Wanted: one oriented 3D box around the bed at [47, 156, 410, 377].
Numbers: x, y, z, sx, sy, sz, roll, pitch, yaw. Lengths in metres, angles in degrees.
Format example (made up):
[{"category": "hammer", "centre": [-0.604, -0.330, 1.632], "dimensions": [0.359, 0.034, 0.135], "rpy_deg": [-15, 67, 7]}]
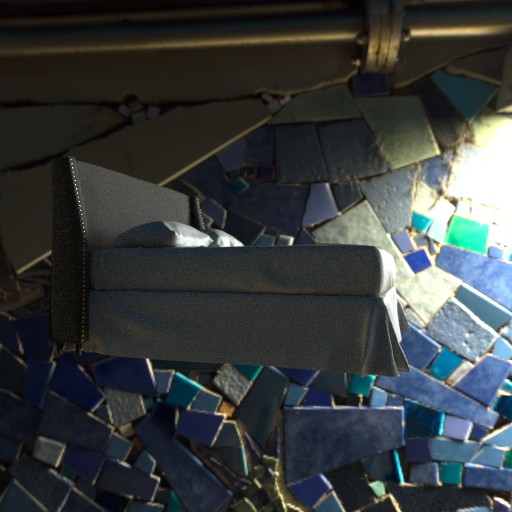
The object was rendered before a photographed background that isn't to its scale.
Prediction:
[{"category": "bed", "centre": [0.000, 0.000, 3.469], "dimensions": [2.276, 1.332, 1.925], "rpy_deg": [0, -1, 19]}]
